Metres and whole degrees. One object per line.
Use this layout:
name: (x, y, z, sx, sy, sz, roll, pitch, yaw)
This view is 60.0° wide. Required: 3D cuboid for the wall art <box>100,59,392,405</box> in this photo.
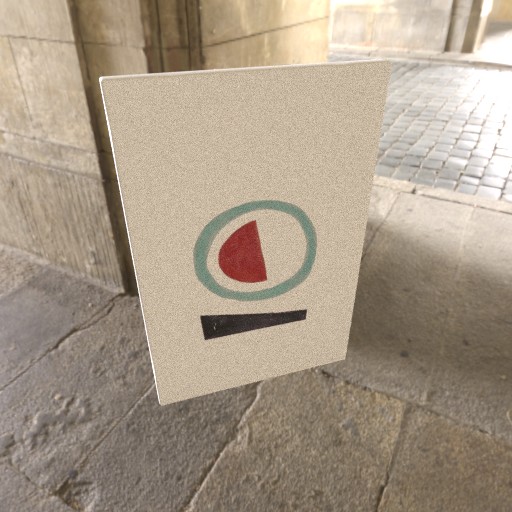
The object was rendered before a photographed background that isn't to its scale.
wall art: (0.000, 0.000, 1.137, 0.602, 0.902, 0.048, -10, 35, -15)
